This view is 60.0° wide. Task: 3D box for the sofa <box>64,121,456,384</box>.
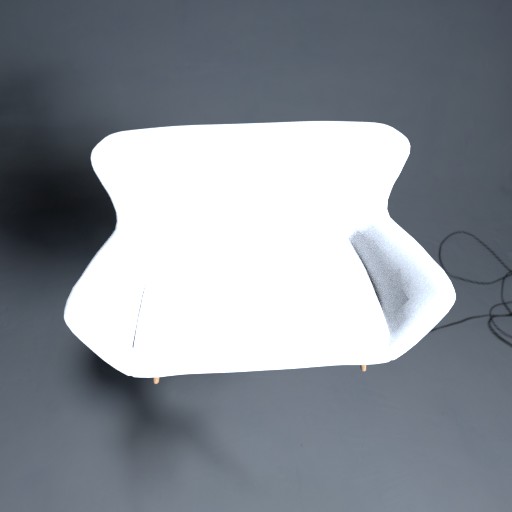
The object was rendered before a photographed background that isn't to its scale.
[{"bbox_3d":[0.000,0.000,1.985,1.424,0.878,0.921,-3,46,-3],"label":"sofa"}]
